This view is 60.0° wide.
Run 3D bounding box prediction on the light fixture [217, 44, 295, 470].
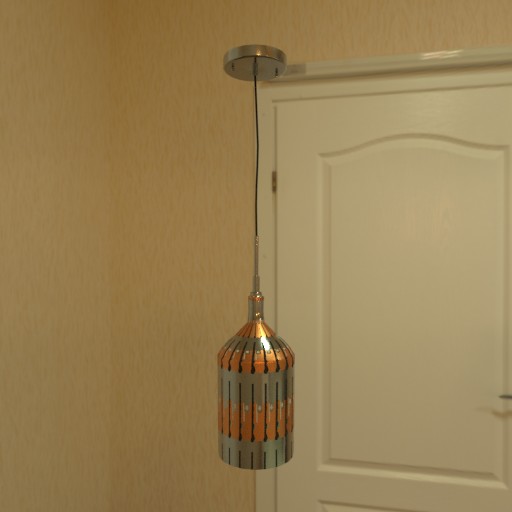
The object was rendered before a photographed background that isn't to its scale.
[{"bbox_3d":[0.000,0.000,1.735,0.303,1.535,0.303,0,0,0],"label":"light fixture"}]
